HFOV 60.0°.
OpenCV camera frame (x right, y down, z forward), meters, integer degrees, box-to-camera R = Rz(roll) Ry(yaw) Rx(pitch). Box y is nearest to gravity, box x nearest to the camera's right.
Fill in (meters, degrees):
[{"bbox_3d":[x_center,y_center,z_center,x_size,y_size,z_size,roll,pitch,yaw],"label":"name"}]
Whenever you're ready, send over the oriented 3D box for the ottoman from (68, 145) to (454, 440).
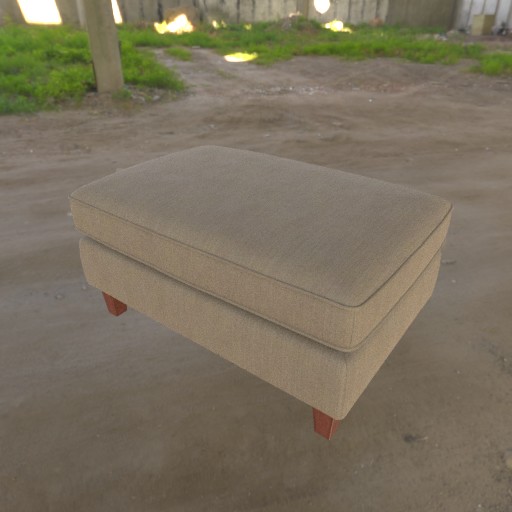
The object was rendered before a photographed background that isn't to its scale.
[{"bbox_3d":[0.000,0.000,1.338,0.941,0.480,0.636,21,36,31],"label":"ottoman"}]
